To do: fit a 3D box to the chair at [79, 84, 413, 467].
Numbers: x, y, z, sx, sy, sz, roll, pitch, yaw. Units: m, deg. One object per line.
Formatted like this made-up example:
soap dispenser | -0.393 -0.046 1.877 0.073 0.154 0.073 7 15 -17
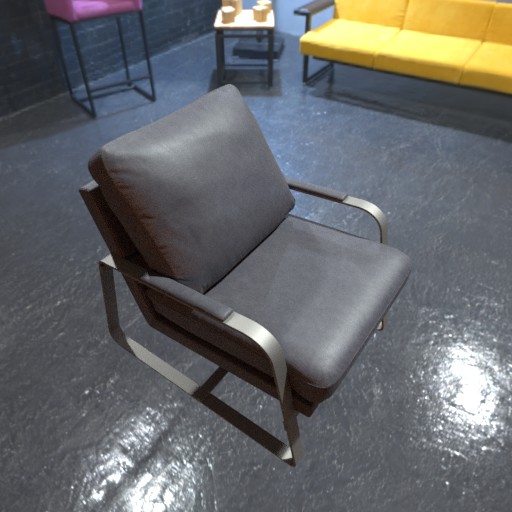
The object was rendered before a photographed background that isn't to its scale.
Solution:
chair | 0.000 0.000 1.455 0.878 0.839 0.692 26 48 26
